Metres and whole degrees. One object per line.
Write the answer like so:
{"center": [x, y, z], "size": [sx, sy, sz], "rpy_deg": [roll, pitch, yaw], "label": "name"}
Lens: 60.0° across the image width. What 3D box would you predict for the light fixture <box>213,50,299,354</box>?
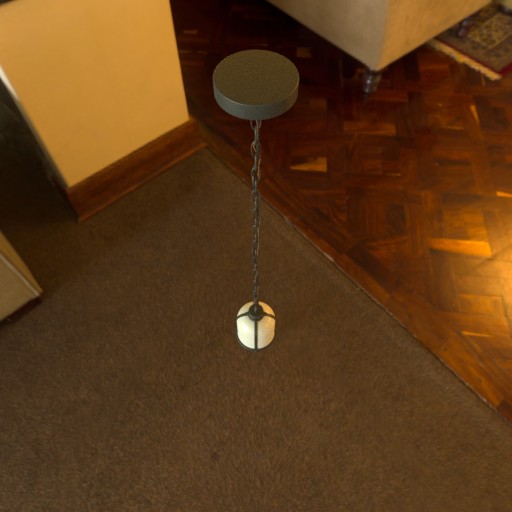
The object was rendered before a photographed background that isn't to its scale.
{"center": [0.000, 0.000, 1.253], "size": [0.178, 1.181, 0.178], "rpy_deg": [0, 59, 0], "label": "light fixture"}
